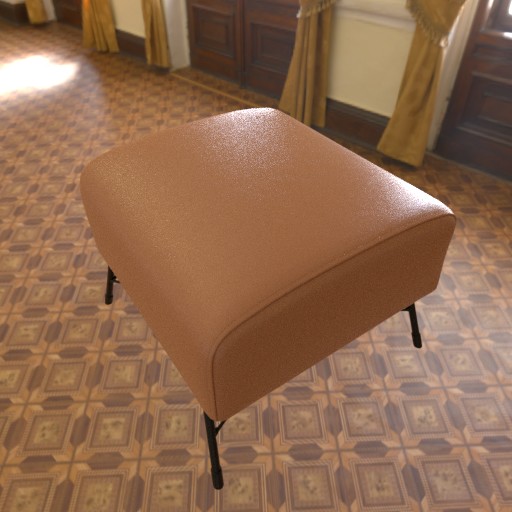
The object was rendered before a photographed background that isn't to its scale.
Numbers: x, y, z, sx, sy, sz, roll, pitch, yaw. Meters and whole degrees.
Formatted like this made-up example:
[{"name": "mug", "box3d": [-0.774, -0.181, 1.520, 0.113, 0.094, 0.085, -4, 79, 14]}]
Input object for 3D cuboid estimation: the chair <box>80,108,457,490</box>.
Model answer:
[{"name": "chair", "box3d": [0.000, 0.000, 0.887, 0.530, 0.410, 0.530, -25, 47, -25]}]
